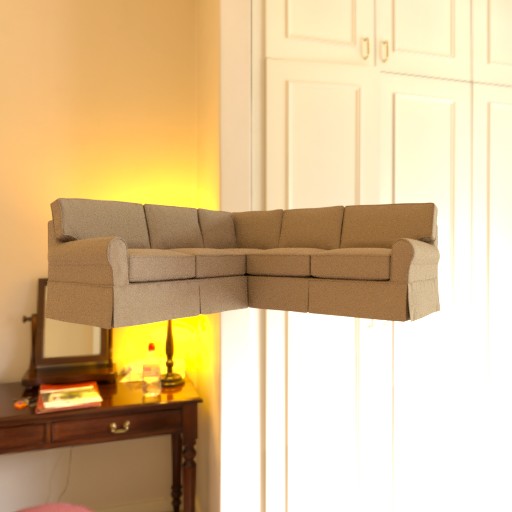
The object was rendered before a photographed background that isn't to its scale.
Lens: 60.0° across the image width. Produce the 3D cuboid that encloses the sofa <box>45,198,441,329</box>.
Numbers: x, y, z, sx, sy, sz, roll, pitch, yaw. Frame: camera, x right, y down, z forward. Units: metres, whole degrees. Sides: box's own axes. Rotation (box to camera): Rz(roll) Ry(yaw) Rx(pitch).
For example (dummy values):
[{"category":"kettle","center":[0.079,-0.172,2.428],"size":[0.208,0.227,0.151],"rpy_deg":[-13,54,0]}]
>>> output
[{"category":"sofa","center":[0.000,0.000,4.223],"size":[2.733,1.124,2.730],"rpy_deg":[0,1,37]}]
